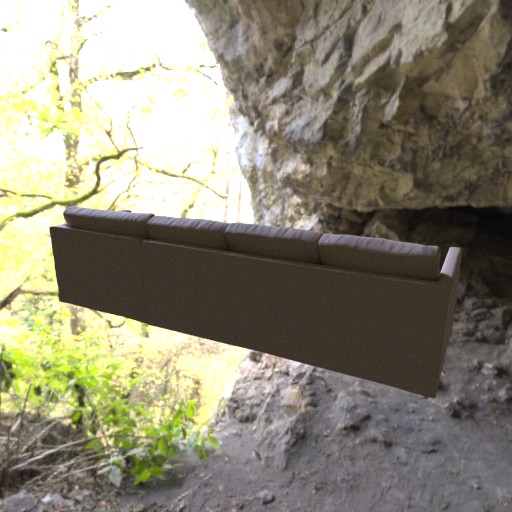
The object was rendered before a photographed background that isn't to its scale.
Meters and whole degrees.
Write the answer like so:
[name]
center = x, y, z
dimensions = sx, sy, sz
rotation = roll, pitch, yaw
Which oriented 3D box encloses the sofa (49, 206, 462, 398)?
[sofa]
center = 0.000, 0.000, 3.823
dimensions = 3.206, 0.871, 1.622
rotation = 9, 19, 26
